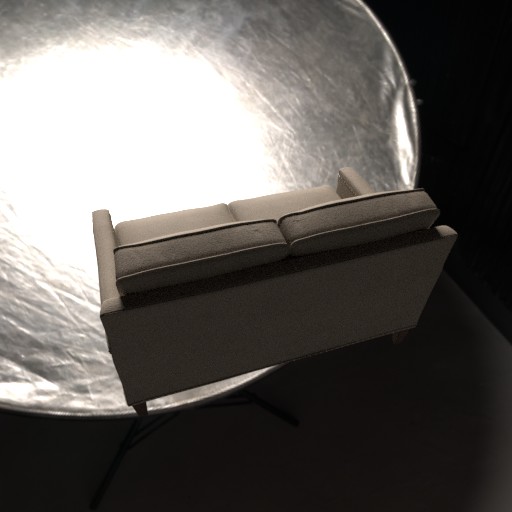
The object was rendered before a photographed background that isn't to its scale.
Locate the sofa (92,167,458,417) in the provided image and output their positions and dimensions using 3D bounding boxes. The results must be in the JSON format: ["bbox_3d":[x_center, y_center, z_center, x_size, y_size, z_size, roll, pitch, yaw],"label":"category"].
[{"bbox_3d":[0.000,0.000,2.342,1.597,1.003,1.084,-12,42,-14],"label":"sofa"}]
